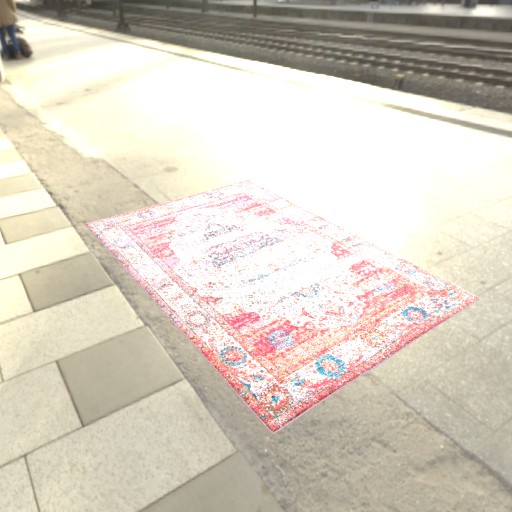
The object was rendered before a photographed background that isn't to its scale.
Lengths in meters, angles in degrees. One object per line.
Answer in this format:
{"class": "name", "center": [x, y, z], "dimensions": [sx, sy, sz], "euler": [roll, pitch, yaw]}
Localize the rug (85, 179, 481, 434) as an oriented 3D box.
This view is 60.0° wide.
{"class": "rug", "center": [0.000, 0.000, 2.351], "dimensions": [1.219, 0.006, 1.829], "euler": [-21, 37, -31]}
